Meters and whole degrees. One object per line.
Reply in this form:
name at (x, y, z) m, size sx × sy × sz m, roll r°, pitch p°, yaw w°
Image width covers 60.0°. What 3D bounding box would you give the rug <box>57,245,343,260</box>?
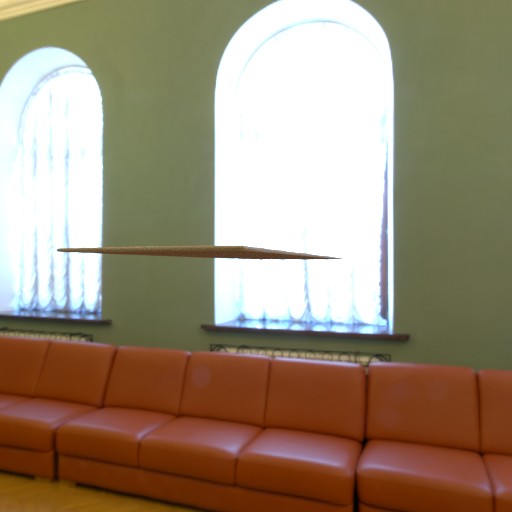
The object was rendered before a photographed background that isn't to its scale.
rug at (0.000, 0.000, 2.474) m, size 0.678 × 0.014 × 2.276 m, roll 0°, pitch -1°, yaw 18°
